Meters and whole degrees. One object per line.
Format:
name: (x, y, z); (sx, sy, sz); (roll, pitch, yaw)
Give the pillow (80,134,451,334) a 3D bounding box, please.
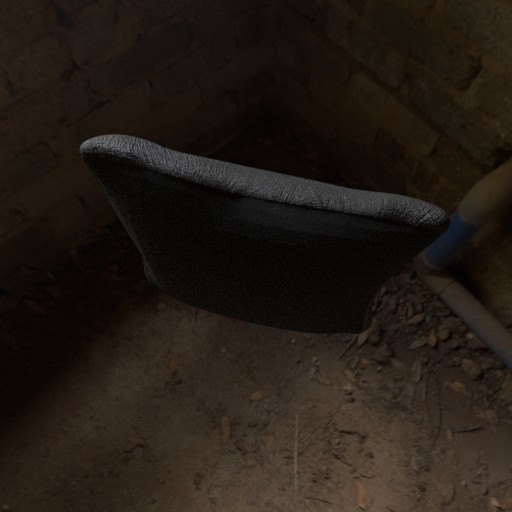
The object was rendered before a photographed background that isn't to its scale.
pillow: (0.000, 0.000, 0.825); (0.533, 0.523, 0.210); (12, 66, 6)
